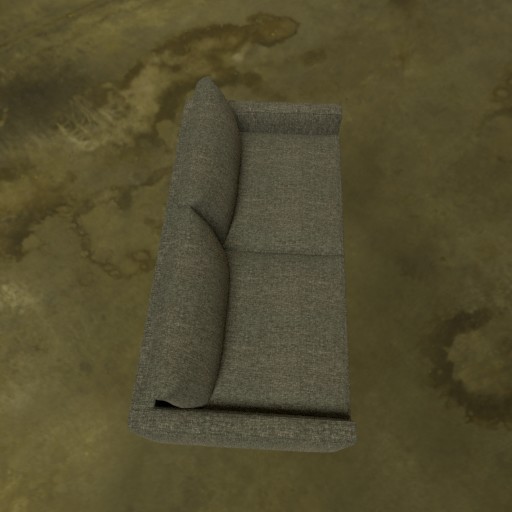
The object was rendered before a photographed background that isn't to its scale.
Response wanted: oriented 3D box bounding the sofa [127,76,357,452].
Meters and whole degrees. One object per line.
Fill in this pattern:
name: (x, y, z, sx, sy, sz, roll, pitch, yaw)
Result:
sofa: (0.000, 0.000, 2.166, 0.866, 0.862, 1.716, 3, 63, 1)
